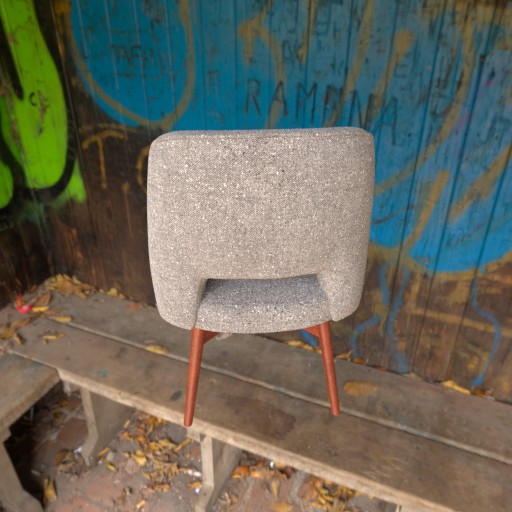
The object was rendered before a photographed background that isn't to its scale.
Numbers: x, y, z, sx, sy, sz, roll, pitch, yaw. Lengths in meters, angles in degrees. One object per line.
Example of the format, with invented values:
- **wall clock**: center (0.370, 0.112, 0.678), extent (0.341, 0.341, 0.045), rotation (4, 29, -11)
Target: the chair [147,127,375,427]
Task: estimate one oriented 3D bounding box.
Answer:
- **chair**: center (0.000, 0.000, 1.316), extent (0.608, 0.875, 0.629), rotation (-3, 30, -5)
